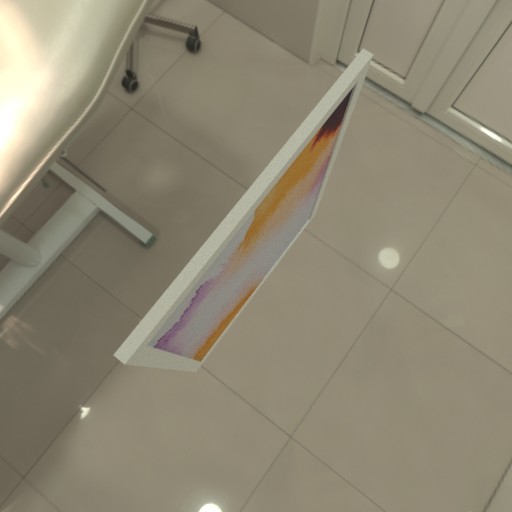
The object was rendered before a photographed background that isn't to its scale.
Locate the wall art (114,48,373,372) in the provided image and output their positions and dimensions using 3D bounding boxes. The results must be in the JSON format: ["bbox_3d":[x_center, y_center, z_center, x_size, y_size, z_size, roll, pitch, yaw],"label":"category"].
[{"bbox_3d":[0.000,0.000,0.630,0.013,0.456,0.382,36,78,9],"label":"wall art"}]
